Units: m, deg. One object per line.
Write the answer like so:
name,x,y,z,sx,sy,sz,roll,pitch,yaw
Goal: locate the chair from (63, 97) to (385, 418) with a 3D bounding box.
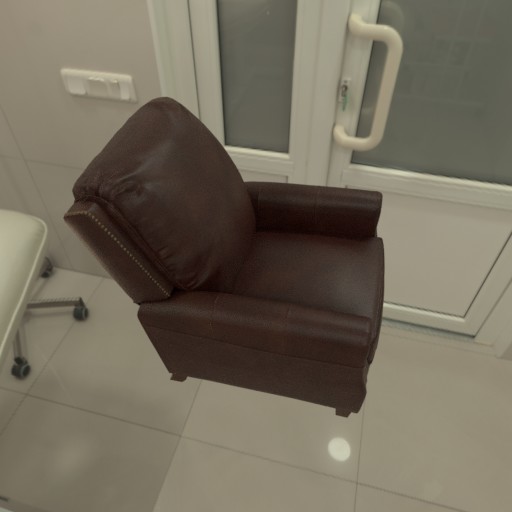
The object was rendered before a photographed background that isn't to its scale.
chair,0.000,0.000,1.813,1.089,1.022,0.826,10,47,10
